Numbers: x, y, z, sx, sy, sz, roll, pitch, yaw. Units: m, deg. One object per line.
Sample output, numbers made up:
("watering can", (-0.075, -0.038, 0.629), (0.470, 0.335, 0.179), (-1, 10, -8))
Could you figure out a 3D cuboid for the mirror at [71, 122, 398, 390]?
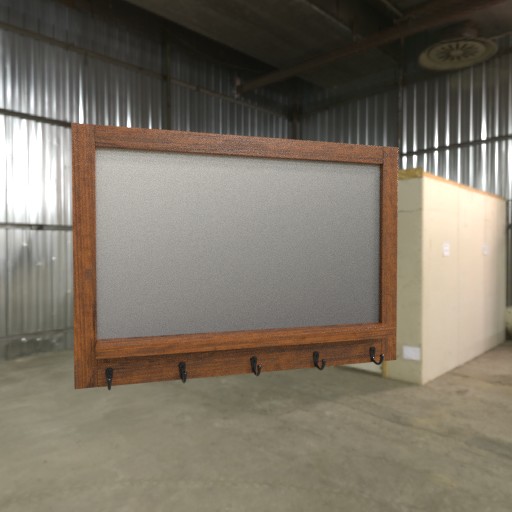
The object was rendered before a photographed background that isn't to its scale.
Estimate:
("mirror", (0.000, 0.000, 0.985), (0.758, 0.537, 0.084), (0, 2, -17))
